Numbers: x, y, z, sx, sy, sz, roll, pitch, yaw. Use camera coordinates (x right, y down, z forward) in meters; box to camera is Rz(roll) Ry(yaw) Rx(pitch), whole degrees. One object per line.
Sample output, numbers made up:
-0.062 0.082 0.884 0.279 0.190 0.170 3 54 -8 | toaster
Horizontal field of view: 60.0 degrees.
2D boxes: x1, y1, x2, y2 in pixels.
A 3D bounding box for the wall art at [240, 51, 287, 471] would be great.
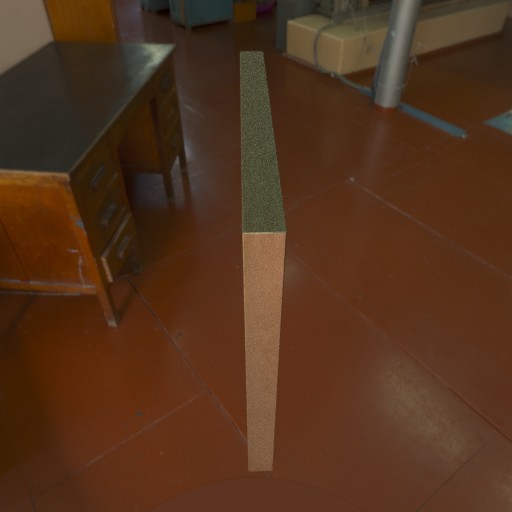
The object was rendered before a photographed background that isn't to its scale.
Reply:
0.000 0.000 0.752 0.040 0.506 0.503 -1 42 -1 | wall art
